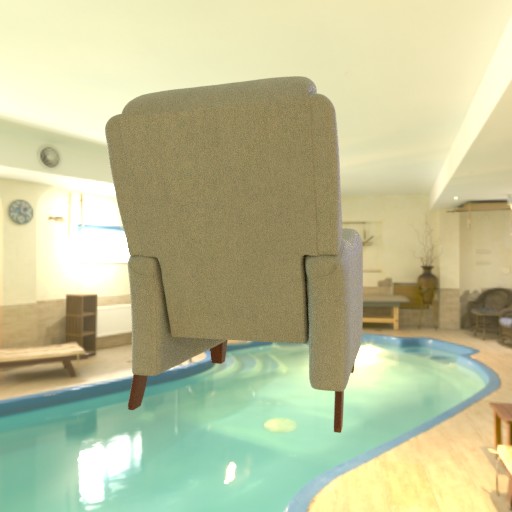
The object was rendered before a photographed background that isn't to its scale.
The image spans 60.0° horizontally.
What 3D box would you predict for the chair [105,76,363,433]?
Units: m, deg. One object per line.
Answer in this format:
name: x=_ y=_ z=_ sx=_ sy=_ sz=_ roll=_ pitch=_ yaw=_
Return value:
chair: x=0.000 y=0.000 z=1.752 sx=0.785 sy=1.067 sz=0.988 roll=0 pitch=-1 yaw=16
